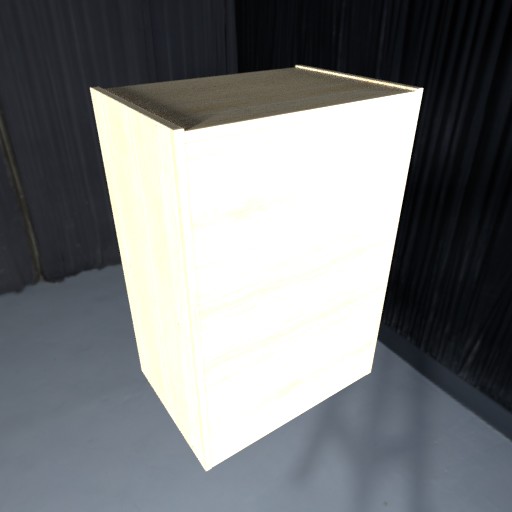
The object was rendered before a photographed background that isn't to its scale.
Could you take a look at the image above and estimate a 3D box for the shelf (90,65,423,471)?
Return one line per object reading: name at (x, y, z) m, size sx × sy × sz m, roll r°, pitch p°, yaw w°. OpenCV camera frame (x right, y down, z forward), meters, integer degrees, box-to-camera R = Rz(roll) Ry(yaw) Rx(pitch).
shelf at (0.000, 0.000, 0.820) m, size 0.414 × 0.592 × 0.290 m, roll -20°, pitch 36°, yaw -29°
